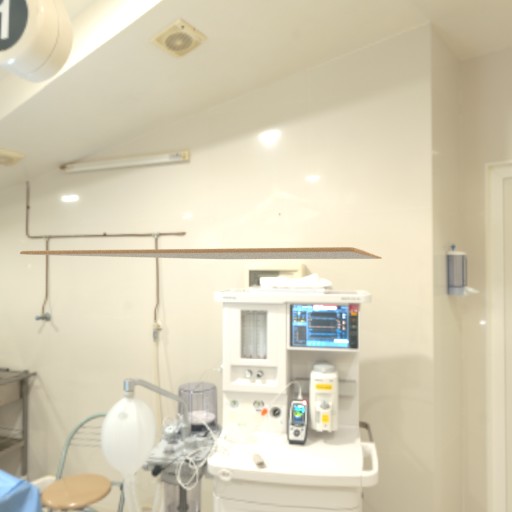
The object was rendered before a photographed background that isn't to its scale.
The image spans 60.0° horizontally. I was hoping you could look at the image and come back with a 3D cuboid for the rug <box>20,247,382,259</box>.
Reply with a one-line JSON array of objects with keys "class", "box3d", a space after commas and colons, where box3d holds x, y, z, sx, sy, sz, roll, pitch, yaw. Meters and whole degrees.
[{"class": "rug", "box3d": [0.000, 0.000, 2.048, 1.061, 0.012, 1.668, 0, -1, 18]}]
